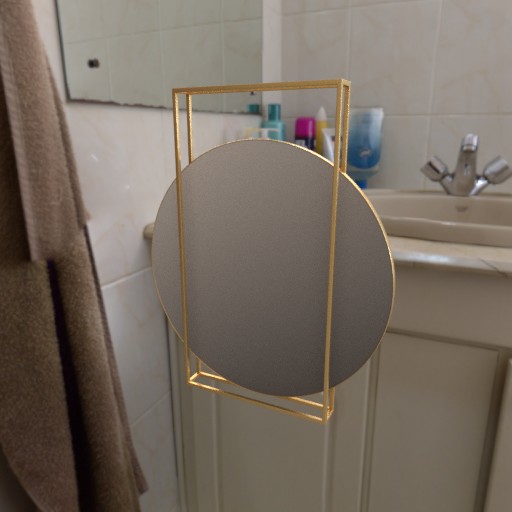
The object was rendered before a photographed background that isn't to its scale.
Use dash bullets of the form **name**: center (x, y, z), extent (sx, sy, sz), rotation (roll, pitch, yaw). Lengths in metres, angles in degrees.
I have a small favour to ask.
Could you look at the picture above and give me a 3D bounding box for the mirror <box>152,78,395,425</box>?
- **mirror**: center (0.000, 0.000, 0.835), extent (0.508, 0.603, 0.051), rotation (7, 17, 25)
